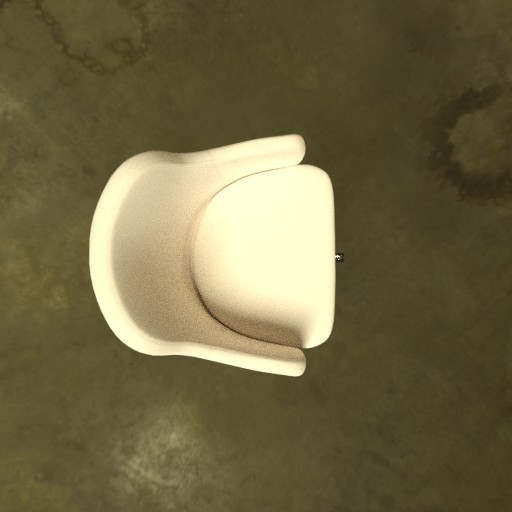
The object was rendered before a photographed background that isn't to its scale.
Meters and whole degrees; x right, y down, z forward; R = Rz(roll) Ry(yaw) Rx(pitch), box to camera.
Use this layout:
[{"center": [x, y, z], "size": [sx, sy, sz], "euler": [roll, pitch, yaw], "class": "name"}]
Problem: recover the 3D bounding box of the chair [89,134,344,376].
[{"center": [0.000, 0.000, 1.268], "size": [0.647, 0.819, 0.602], "euler": [0, 89, 1], "class": "chair"}]
